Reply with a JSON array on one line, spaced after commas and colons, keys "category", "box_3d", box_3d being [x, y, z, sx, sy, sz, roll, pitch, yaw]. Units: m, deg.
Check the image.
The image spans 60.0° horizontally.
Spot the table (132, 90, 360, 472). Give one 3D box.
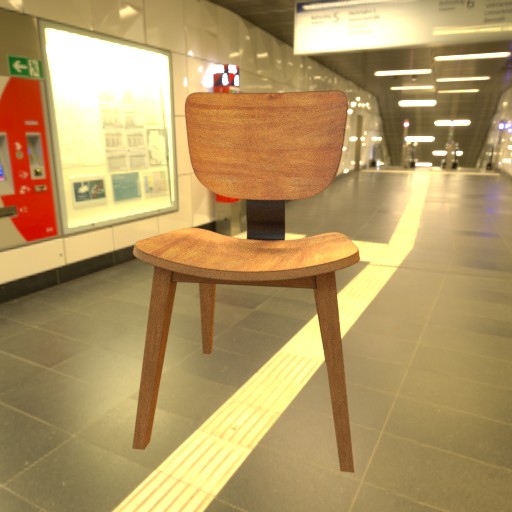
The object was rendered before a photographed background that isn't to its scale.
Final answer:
[{"category": "table", "box_3d": [0.000, 0.000, 1.109, 0.499, 0.805, 0.500, 2, 15, 8]}]
